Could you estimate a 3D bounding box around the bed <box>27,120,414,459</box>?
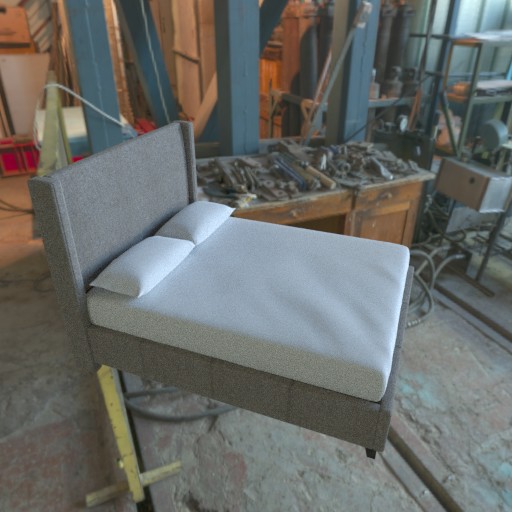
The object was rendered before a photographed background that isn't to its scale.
[{"bbox_3d":[0.000,0.000,3.295,2.245,1.481,1.714,11,31,18],"label":"bed"}]
